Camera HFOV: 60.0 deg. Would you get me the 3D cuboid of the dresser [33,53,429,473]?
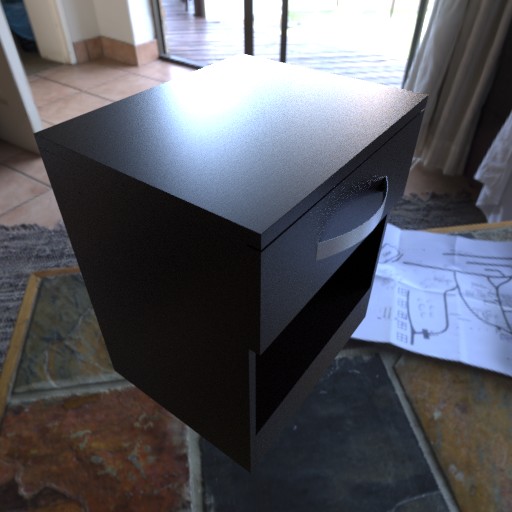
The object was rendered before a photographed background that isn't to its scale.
[{"bbox_3d":[0.000,0.000,0.717,0.360,0.470,0.400,25,46,27],"label":"dresser"}]
